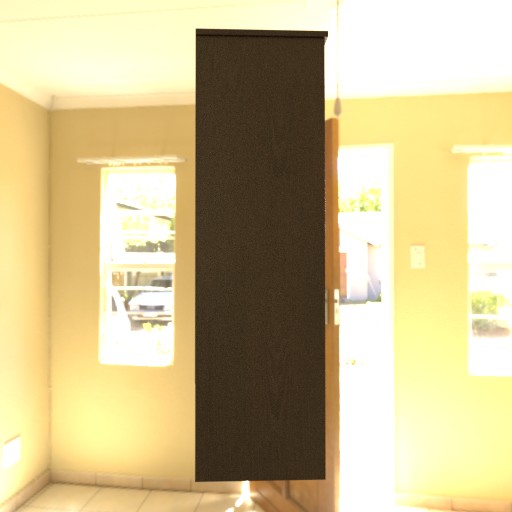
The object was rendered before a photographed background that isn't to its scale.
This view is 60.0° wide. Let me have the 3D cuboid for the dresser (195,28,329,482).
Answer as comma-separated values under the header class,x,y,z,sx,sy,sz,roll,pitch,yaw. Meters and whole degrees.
class,x,y,z,sx,sy,sz,roll,pitch,yaw
dresser,0.000,0.000,1.578,0.418,1.254,0.704,0,-1,-2
